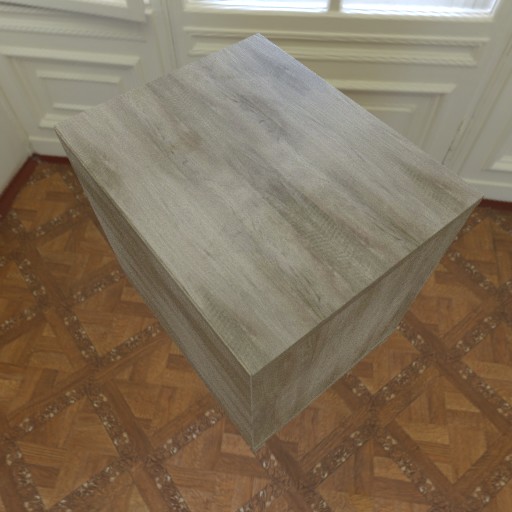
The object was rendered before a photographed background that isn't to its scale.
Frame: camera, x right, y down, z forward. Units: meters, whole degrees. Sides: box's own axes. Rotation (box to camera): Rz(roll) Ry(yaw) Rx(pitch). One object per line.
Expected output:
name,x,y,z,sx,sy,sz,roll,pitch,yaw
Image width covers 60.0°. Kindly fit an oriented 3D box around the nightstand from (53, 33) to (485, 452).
nightstand,0.000,0.000,0.739,0.347,0.448,0.427,-34,63,-20
